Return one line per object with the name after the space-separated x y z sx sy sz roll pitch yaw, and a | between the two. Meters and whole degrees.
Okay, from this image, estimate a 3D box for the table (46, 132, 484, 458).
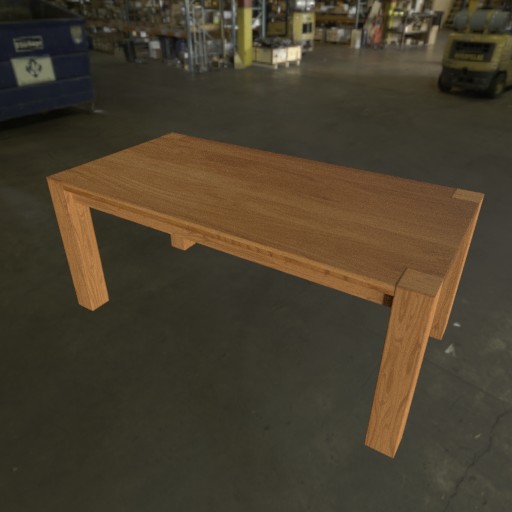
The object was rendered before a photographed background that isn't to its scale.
0.000 0.000 2.224 1.800 0.760 0.900 18 36 27 | table
